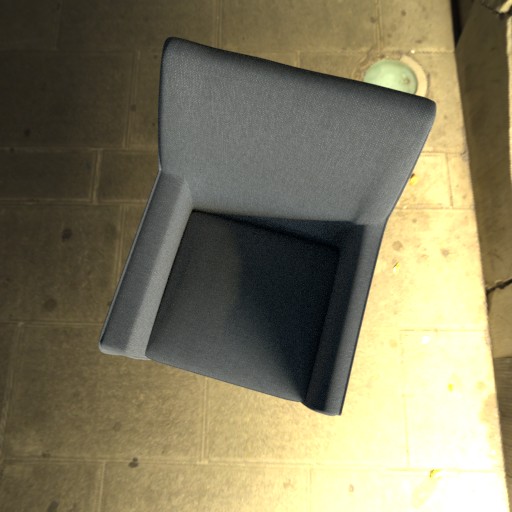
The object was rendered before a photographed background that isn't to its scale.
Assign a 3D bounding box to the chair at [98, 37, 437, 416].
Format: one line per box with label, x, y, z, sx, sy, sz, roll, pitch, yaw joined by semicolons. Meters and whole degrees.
chair;0.000;0.000;1.530;0.780;0.919;0.899;15;77;4
